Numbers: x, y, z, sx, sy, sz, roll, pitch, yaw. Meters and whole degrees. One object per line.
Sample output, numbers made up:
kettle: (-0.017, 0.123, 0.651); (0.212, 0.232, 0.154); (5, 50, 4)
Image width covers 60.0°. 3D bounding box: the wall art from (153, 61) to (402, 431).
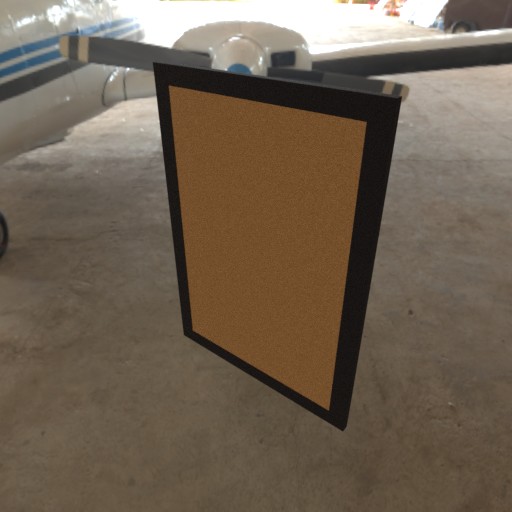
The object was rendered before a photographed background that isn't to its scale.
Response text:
wall art: (0.000, 0.000, 0.700); (0.380, 0.534, 0.013); (23, 38, 32)
